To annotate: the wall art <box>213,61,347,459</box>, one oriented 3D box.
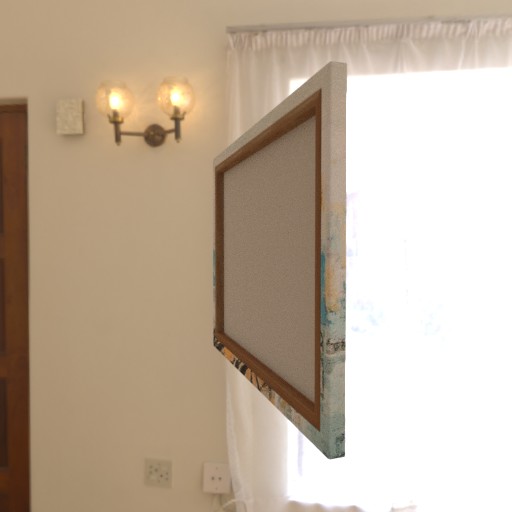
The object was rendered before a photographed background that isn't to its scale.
[{"bbox_3d":[0.000,0.000,1.331,0.038,0.762,1.016,0,2,-18],"label":"wall art"}]
